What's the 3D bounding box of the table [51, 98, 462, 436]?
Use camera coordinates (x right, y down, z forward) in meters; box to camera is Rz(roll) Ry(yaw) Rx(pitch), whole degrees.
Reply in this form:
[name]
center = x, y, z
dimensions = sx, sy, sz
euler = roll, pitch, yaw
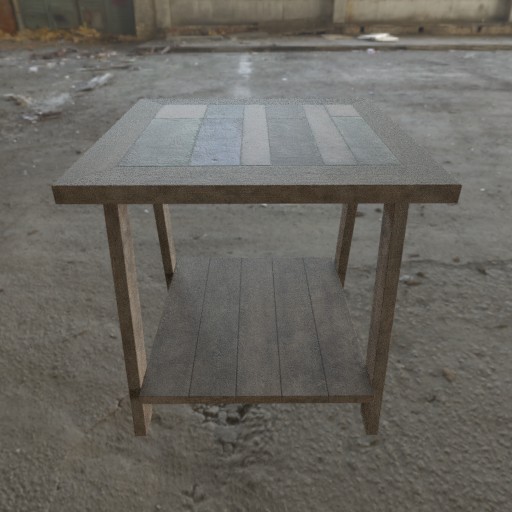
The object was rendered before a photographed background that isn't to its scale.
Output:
[table]
center = 0.000, 0.000, 1.074
dimensions = 0.610, 0.610, 0.610
euler = 0, 31, 0
